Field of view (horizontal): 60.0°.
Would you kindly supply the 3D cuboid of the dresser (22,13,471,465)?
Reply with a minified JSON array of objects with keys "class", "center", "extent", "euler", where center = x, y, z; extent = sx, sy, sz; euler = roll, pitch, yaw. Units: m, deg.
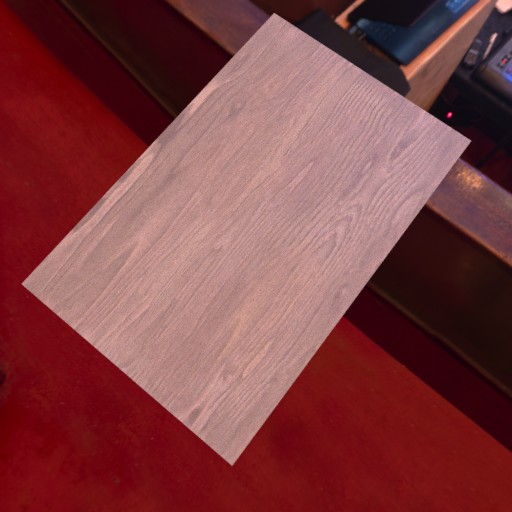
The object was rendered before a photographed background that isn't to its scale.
[{"class":"dresser","center":[0.000,0.000,1.273],"extent":[0.529,0.762,0.809],"euler":[37,79,9]}]
